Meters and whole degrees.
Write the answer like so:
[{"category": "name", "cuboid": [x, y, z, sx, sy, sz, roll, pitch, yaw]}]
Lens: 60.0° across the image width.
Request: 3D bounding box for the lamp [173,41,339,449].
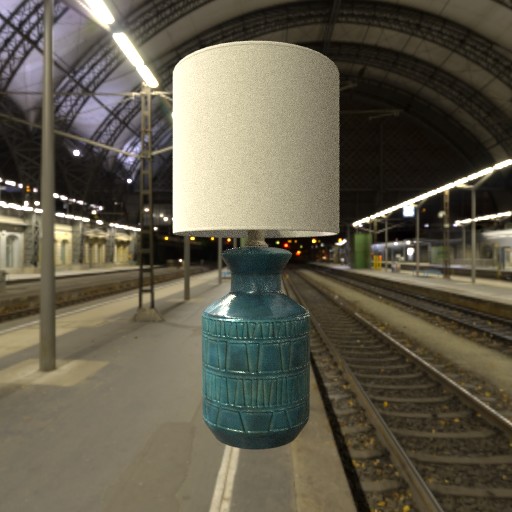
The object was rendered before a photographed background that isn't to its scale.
[{"category": "lamp", "cuboid": [0.000, 0.000, 0.573, 0.211, 0.455, 0.211, 0, 0, -19]}]
